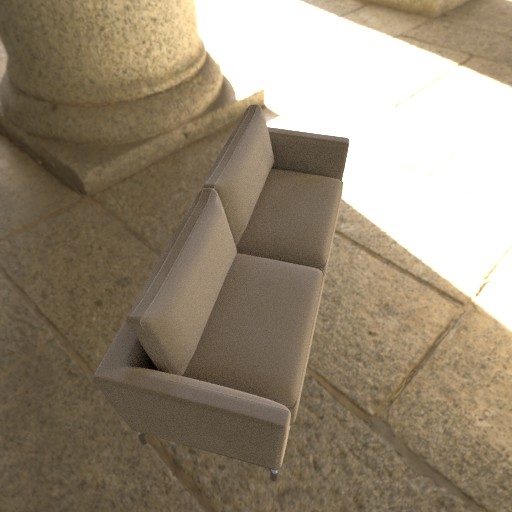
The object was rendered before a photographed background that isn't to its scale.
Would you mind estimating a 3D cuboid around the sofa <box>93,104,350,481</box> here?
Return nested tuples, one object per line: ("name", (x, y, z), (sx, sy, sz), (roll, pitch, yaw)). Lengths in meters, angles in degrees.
("sofa", (0.000, 0.000, 2.715), (0.868, 1.005, 2.214), (11, 47, 10))
